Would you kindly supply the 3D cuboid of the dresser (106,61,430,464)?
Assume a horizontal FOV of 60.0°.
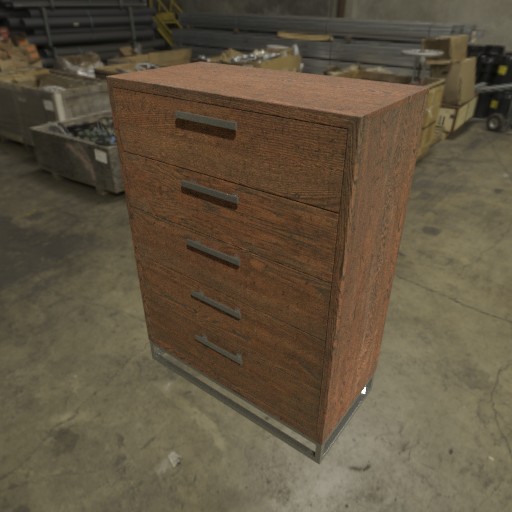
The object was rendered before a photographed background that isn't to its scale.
[{"bbox_3d":[0.000,0.000,1.782,0.965,1.321,0.508,21,37,31],"label":"dresser"}]
